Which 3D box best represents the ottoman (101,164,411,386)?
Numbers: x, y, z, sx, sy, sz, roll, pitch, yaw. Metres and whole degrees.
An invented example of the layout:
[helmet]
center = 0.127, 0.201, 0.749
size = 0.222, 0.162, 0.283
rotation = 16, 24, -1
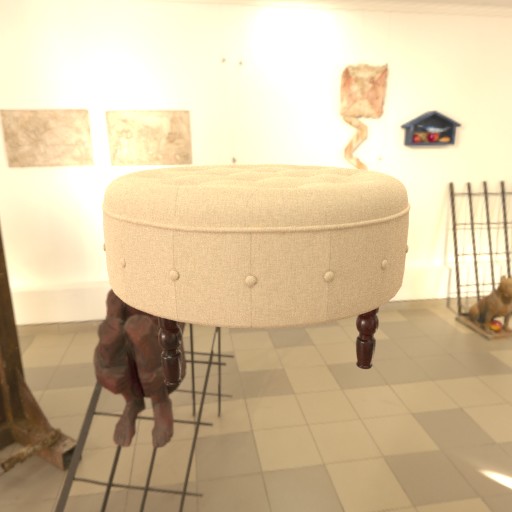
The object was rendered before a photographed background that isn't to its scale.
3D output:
[ottoman]
center = 0.000, 0.000, 1.326
size = 0.848, 0.494, 0.848
rotation = 0, 16, 0
